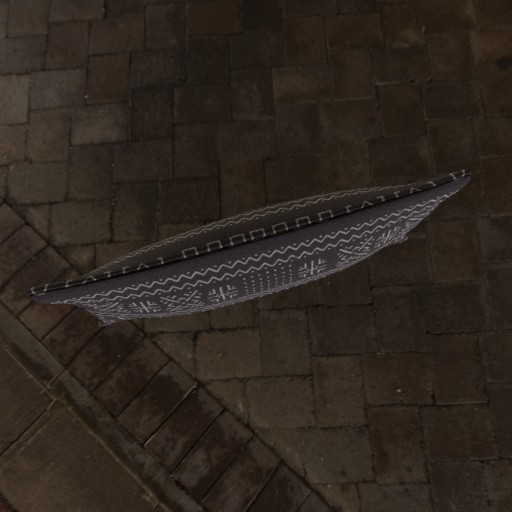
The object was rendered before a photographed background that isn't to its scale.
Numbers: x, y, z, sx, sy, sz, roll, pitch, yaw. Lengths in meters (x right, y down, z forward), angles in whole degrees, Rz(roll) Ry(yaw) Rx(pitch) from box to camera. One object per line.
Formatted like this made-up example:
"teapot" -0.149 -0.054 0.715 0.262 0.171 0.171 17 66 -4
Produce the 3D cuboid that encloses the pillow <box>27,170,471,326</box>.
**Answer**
"pillow" 0.000 0.000 0.778 0.667 0.322 0.135 -16 75 -4
